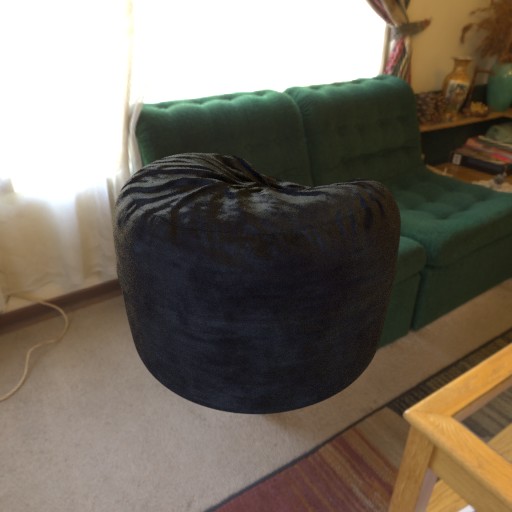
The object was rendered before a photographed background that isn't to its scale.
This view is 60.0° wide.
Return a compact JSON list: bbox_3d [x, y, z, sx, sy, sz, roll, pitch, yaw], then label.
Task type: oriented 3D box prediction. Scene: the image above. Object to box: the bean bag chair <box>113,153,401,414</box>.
[{"bbox_3d":[0.000,0.000,1.519,0.918,0.616,0.918,0,30,0],"label":"bean bag chair"}]
